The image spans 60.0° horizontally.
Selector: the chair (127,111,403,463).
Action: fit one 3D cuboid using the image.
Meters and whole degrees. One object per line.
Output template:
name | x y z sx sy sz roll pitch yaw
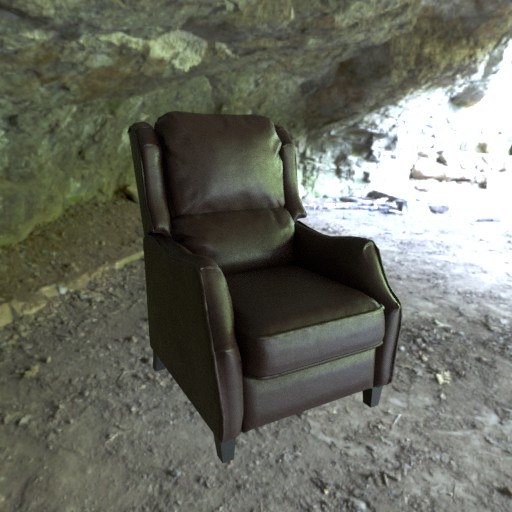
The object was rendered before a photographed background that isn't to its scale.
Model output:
chair | 0.000 0.000 1.782 0.770 1.132 0.982 -8 17 -28
